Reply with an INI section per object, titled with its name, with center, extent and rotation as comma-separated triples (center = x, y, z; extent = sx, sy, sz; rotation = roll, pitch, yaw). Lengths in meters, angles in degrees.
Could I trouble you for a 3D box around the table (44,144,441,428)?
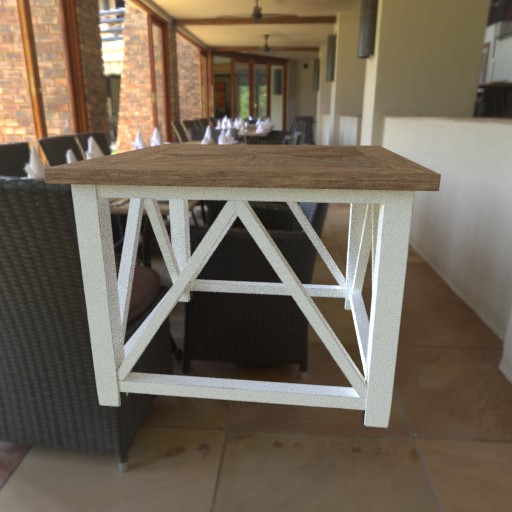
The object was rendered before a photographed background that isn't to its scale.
[table]
center = 0.000, 0.000, 1.182
extent = 0.700, 0.532, 0.700
rotation = 2, 18, 7
